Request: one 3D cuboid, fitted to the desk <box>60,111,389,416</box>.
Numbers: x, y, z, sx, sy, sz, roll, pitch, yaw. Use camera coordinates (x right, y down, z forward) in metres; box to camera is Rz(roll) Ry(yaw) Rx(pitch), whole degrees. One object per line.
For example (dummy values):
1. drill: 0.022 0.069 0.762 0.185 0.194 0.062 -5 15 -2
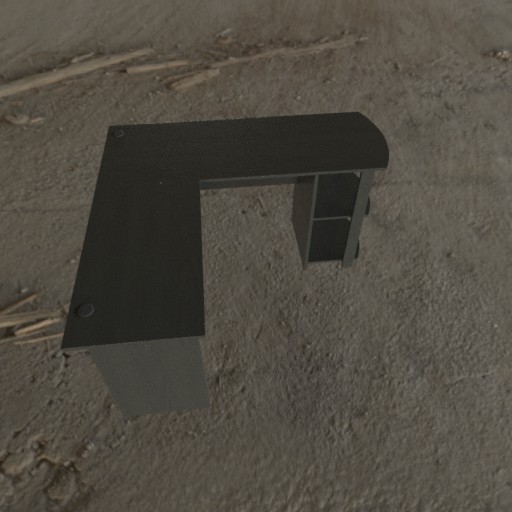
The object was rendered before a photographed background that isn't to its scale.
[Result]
1. desk: 0.000 0.000 2.124 1.361 0.716 1.303 -5 47 -4
